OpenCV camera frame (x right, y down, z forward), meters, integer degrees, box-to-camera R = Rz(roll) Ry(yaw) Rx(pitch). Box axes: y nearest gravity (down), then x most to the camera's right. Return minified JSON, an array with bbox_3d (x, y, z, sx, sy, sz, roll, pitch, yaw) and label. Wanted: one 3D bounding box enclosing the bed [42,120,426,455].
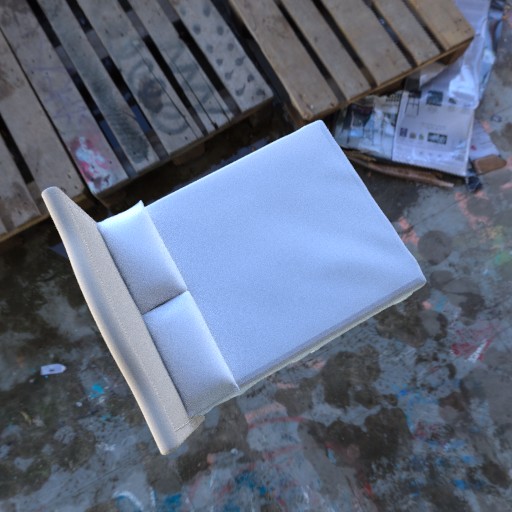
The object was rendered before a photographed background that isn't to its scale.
[{"bbox_3d":[0.000,0.000,3.169,2.052,1.398,1.678,-28,78,-7],"label":"bed"}]
